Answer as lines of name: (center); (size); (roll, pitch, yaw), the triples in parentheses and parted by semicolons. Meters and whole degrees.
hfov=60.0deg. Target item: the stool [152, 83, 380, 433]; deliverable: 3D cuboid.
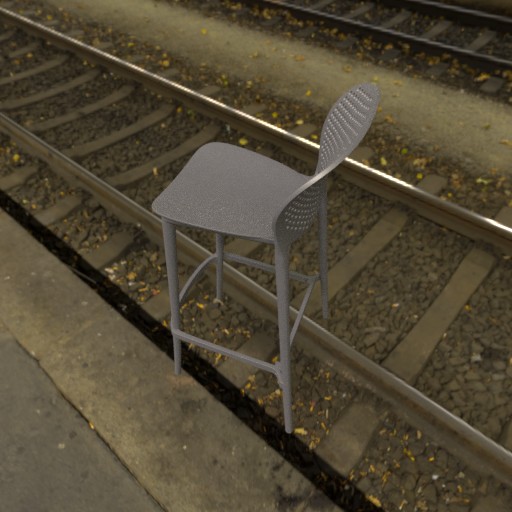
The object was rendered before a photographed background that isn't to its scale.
stool: (0.000, 0.000, 1.358); (0.535, 1.045, 0.536); (15, 47, 14)
